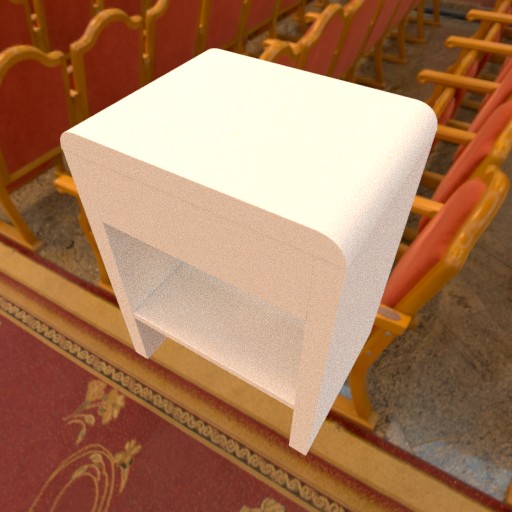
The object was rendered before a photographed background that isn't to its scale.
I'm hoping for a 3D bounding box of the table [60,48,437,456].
[{"bbox_3d":[0.000,0.000,0.852,0.450,0.590,0.350,24,51,21],"label":"table"}]
